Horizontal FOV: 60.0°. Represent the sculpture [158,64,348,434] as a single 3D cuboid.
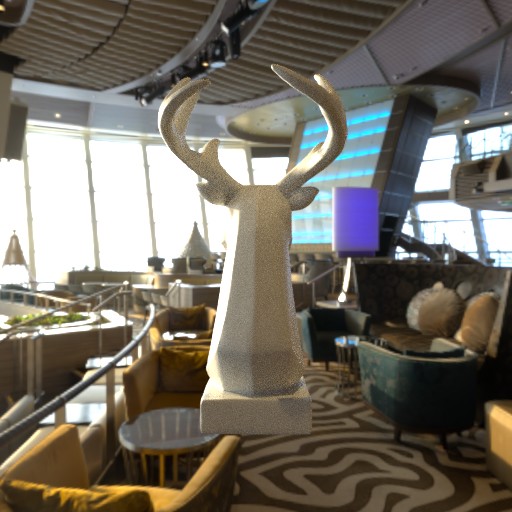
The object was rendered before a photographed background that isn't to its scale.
[{"bbox_3d":[0.000,0.000,0.454,0.174,0.329,0.224,0,0,1],"label":"sculpture"}]
